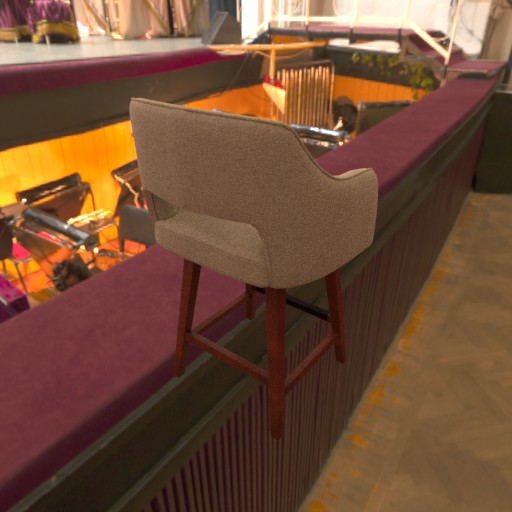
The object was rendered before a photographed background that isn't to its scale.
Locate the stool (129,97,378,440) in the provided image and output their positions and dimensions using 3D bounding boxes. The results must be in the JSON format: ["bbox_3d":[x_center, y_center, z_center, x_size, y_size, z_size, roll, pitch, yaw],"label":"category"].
[{"bbox_3d":[0.000,0.000,1.333,0.599,0.944,0.558,21,35,32],"label":"stool"}]
